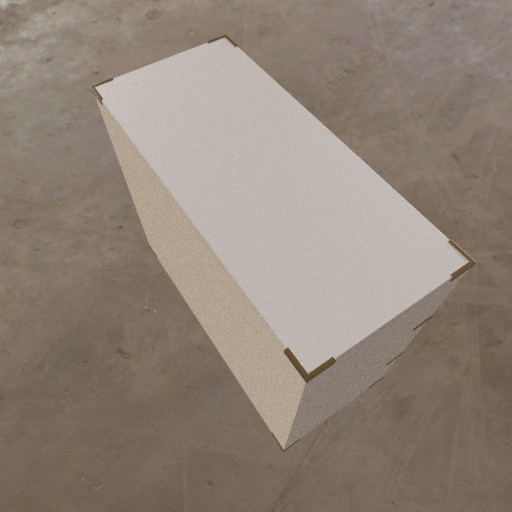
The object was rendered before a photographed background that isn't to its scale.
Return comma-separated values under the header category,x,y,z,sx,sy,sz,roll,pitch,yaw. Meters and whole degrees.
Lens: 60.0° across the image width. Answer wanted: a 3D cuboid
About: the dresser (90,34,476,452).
category,x,y,z,sx,sy,sz,roll,pitch,yaw
dresser,0.000,0.000,1.490,0.460,0.891,1.022,-30,62,-17
